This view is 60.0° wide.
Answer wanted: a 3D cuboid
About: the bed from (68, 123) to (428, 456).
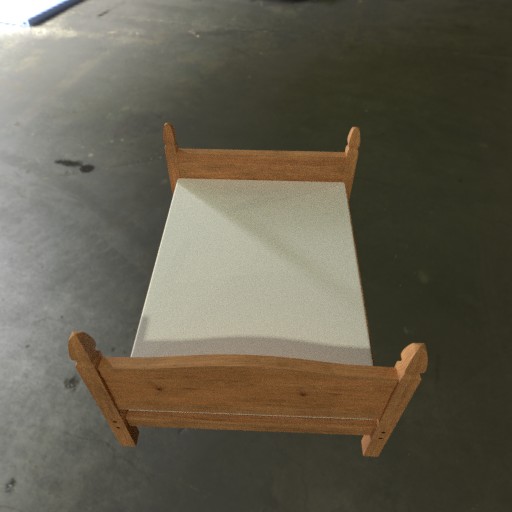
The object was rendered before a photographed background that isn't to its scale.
[{"bbox_3d":[0.000,0.000,2.867,1.490,1.100,2.069,2,47,2],"label":"bed"}]
